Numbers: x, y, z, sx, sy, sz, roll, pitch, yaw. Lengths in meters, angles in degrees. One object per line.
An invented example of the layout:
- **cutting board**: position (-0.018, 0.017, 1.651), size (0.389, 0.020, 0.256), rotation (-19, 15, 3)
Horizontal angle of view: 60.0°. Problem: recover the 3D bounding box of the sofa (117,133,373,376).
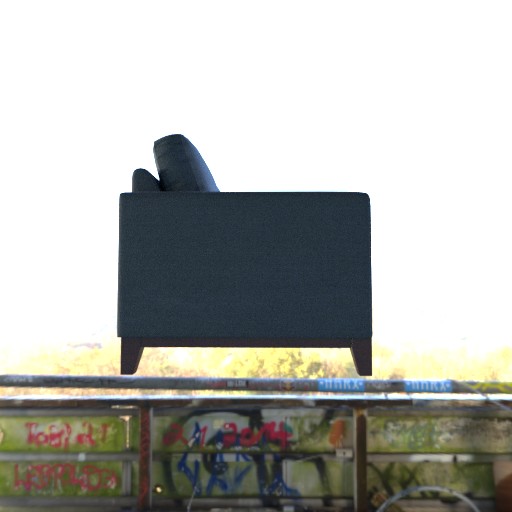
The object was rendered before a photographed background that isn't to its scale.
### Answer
- **sofa**: position (0.000, 0.000, 2.398), size (0.877, 0.865, 1.900), rotation (0, -3, 1)
